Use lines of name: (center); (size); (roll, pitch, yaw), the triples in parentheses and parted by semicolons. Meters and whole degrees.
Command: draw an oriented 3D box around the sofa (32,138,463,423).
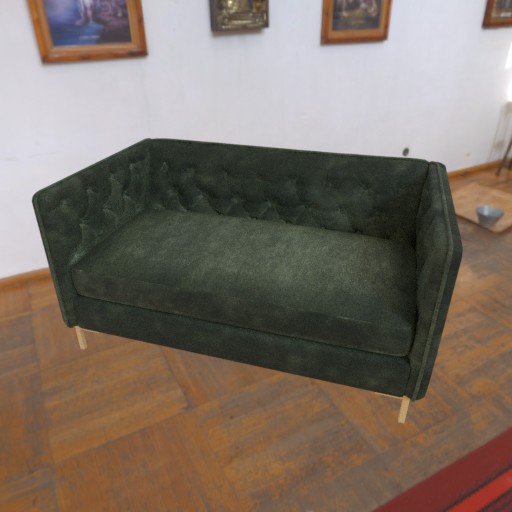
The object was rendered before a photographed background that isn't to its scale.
sofa: (0.000, 0.000, 1.995); (1.537, 0.768, 0.895); (9, 30, 15)
